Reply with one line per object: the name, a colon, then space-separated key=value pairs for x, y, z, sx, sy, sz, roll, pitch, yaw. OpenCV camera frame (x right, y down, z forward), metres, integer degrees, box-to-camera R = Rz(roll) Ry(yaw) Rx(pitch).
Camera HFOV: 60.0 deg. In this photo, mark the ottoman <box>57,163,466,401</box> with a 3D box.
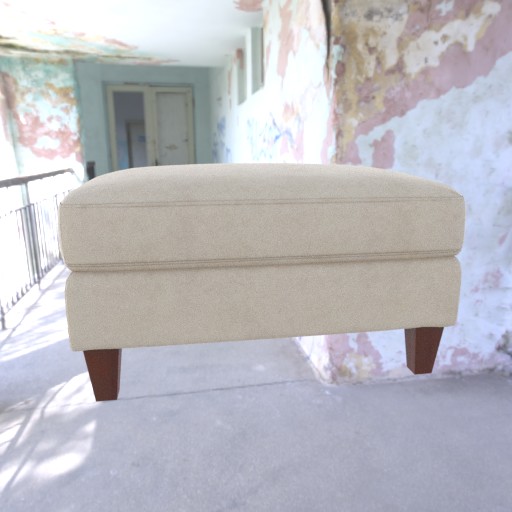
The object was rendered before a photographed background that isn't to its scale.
ottoman: x=0.000 y=0.000 z=1.185 sx=0.864 sy=0.483 sz=0.584 roll=-2 pitch=14 yaw=-9
